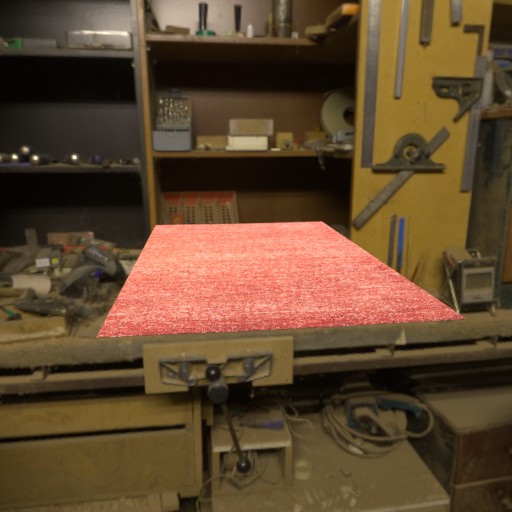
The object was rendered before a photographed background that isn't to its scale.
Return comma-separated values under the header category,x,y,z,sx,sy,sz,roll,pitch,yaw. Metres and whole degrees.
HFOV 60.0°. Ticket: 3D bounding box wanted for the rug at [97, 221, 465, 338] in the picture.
category,x,y,z,sx,sy,sz,roll,pitch,yaw
rug,0.000,0.000,2.184,1.139,0.011,1.747,-2,15,-7
